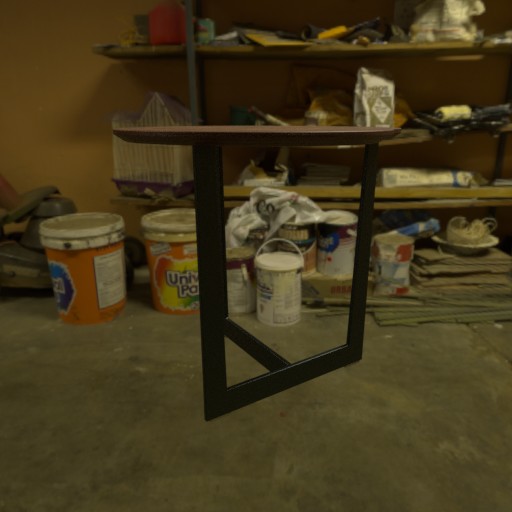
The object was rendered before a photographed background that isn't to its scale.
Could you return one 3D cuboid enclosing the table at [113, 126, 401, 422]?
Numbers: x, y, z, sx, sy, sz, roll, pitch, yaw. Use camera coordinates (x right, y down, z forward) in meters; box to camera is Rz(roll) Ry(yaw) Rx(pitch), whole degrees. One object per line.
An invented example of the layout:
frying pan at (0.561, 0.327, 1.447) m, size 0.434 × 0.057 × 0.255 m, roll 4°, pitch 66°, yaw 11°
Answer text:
table at (0.000, 0.000, 0.858) m, size 0.477 × 0.476 × 0.494 m, roll -16°, pitch 23°, yaw -41°
